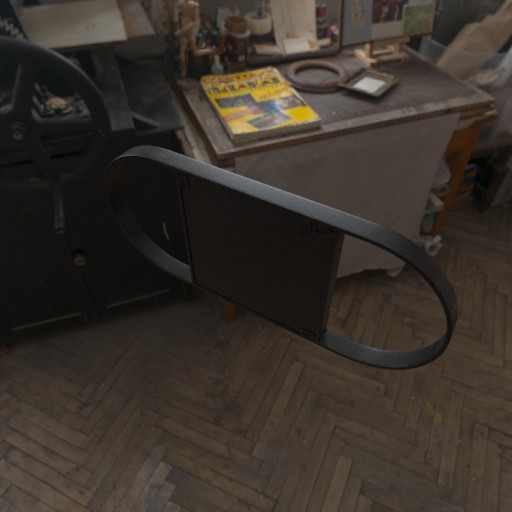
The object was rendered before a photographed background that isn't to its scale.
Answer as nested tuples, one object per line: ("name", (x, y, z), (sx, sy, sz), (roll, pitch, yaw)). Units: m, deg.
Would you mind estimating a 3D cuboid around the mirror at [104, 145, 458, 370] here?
("mirror", (0.000, 0.000, 0.677), (0.584, 0.254, 0.032), (23, 50, 21))
